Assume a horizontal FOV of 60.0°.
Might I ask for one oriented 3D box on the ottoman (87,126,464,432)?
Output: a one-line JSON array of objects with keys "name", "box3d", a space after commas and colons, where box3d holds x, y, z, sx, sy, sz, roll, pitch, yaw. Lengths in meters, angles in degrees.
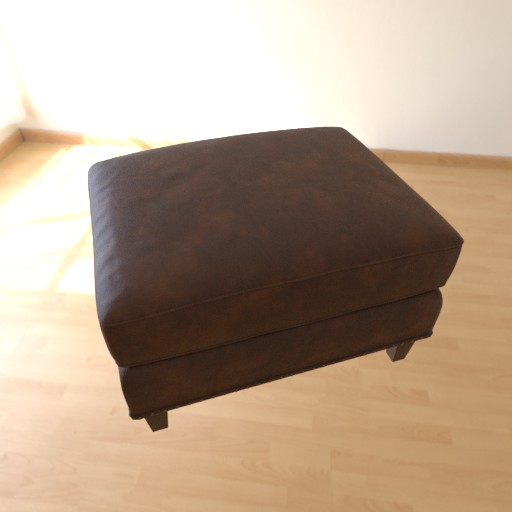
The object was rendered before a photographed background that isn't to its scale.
[{"name": "ottoman", "box3d": [0.000, 0.000, 1.136, 0.742, 0.486, 0.586, -12, 42, -13]}]
